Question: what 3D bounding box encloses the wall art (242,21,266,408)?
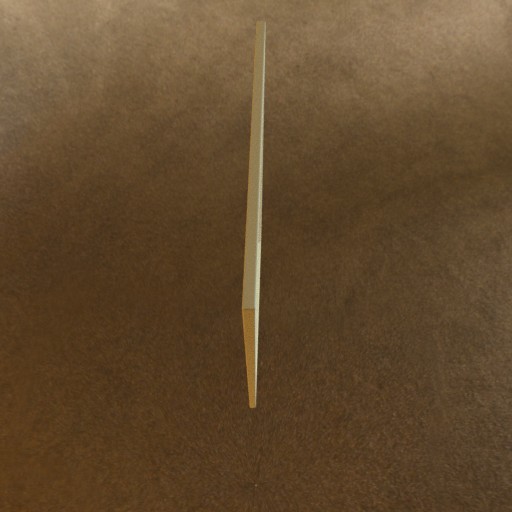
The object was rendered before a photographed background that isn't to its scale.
[{"bbox_3d":[0.000,0.000,0.691,0.012,0.529,0.374,2,63,1],"label":"wall art"}]
